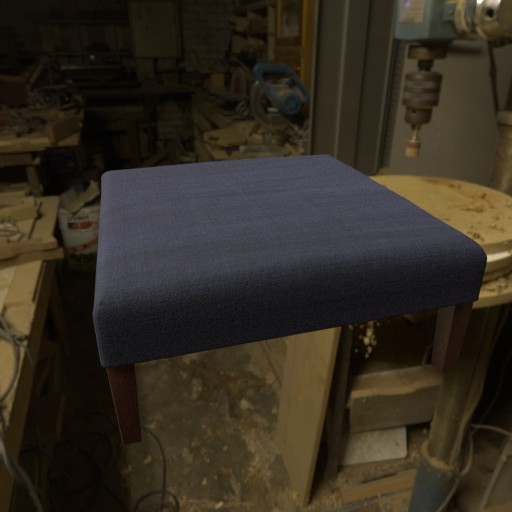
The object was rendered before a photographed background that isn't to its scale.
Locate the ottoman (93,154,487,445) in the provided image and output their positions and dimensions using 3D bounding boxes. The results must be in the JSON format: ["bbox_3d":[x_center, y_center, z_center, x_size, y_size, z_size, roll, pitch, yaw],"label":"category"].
[{"bbox_3d":[0.000,0.000,1.369,0.890,0.411,0.889,-7,28,-14],"label":"ottoman"}]
